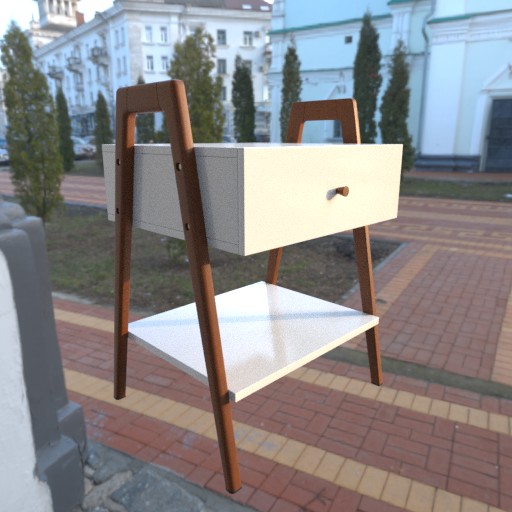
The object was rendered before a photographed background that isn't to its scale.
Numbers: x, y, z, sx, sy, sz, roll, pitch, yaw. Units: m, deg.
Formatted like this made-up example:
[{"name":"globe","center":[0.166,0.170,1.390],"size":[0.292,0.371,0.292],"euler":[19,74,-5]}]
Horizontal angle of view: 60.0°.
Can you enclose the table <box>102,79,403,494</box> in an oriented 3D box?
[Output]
[{"name":"table","center":[0.000,0.000,0.880],"size":[0.457,0.610,0.405],"euler":[-14,21,-43]}]
